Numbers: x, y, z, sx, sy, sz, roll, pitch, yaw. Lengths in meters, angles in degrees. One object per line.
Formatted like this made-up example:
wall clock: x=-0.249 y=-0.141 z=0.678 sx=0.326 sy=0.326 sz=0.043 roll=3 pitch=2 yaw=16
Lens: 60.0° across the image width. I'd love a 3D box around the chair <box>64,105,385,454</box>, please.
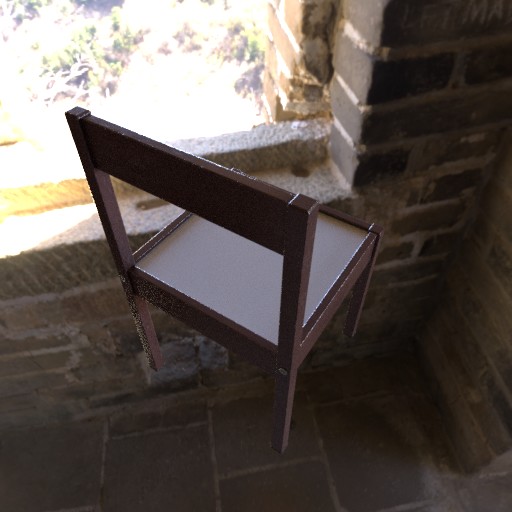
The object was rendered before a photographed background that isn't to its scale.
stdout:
chair: x=0.000 y=0.000 z=0.659 sx=0.285 sy=0.505 sz=0.285 roll=26 pitch=51 yaw=22
